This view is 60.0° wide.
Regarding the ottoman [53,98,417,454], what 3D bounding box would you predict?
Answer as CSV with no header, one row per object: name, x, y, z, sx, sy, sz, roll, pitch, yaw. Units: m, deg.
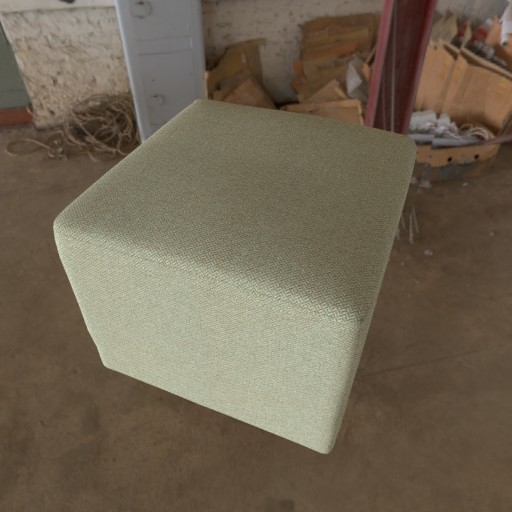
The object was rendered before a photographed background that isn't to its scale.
ottoman,0.000,0.000,0.921,0.512,0.453,0.521,16,45,16
